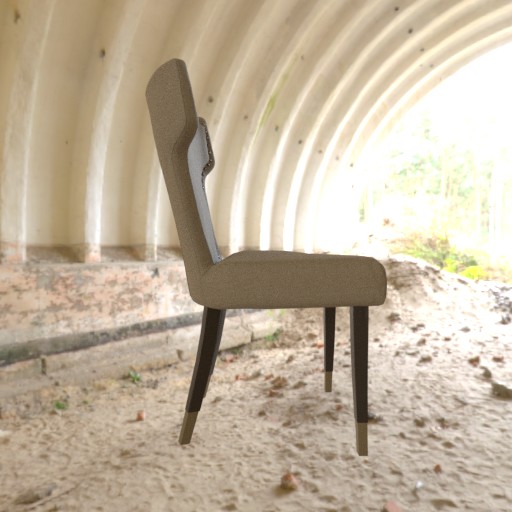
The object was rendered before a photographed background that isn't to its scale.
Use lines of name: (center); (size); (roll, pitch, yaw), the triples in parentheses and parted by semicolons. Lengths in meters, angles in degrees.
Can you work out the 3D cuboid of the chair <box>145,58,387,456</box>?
chair: (0.000, 0.000, 1.309); (0.630, 0.955, 0.526); (0, 0, 0)
